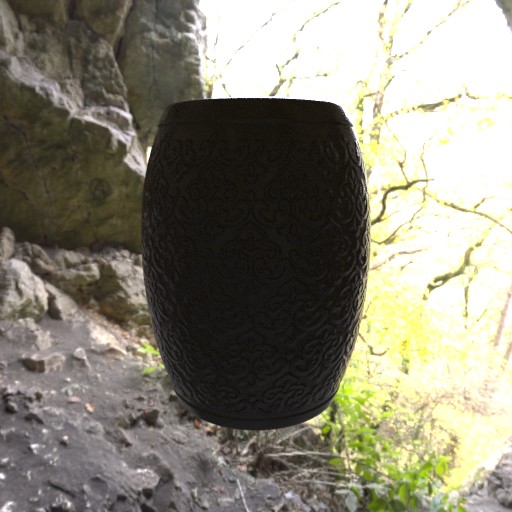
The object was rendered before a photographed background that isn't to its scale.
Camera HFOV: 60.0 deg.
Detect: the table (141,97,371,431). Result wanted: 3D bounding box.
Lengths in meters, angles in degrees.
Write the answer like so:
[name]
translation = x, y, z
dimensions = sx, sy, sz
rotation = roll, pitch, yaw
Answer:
[table]
translation = 0.000, 0.000, 0.619
dimensions = 0.309, 0.397, 0.309
rotation = 0, 13, 0
